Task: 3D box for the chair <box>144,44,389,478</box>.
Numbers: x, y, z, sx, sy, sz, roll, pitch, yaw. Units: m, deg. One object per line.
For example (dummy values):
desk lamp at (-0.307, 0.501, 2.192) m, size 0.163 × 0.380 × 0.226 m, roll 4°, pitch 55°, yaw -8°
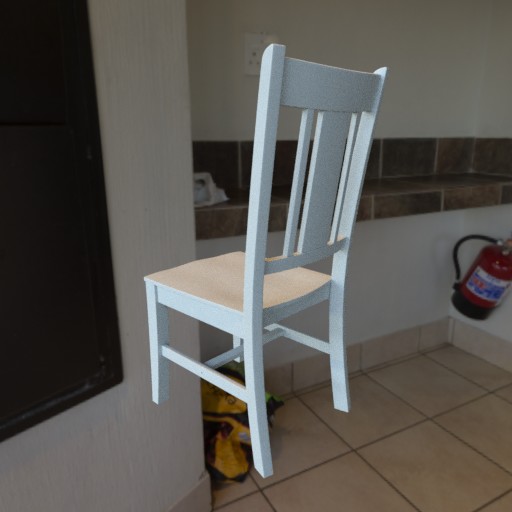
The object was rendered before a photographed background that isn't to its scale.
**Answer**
chair at (0.000, 0.000, 1.270) m, size 0.555 × 0.998 × 0.450 m, roll 14°, pitch 21°, yaw 41°
